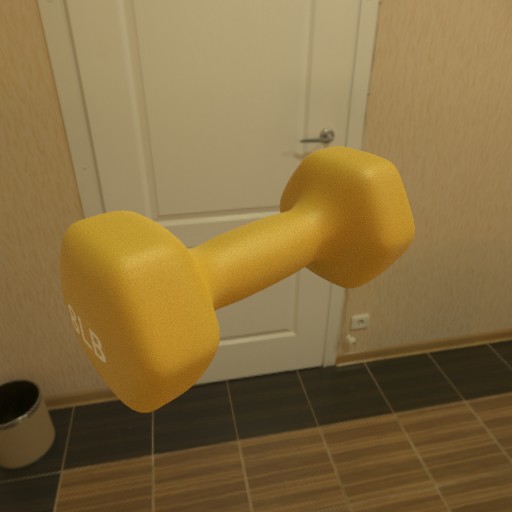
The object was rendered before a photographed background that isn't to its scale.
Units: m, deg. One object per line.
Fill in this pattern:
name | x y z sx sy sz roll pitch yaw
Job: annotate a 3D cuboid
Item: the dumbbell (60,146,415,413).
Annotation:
dumbbell | 0.000 0.000 0.238 0.190 0.082 0.090 -23 38 -34
